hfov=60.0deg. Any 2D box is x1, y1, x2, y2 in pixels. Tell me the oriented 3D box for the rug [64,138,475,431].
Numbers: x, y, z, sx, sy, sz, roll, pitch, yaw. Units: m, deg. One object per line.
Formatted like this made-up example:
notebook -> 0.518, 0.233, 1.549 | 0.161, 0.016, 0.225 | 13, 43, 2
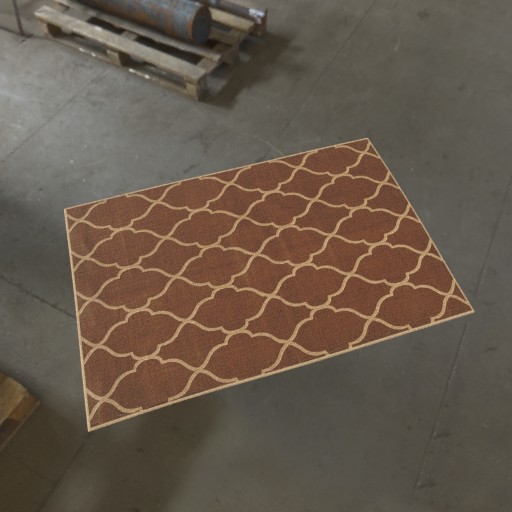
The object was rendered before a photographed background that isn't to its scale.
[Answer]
rug -> 0.000, 0.000, 2.846 | 2.290, 0.014, 1.526 | -15, 60, -9
